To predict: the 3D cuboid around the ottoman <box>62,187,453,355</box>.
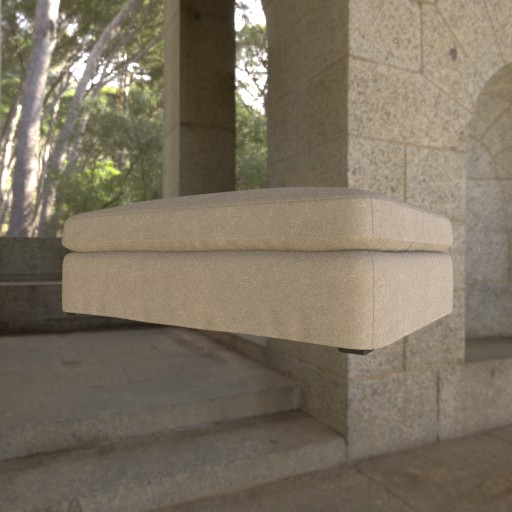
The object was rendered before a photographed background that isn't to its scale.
[{"bbox_3d":[0.000,0.000,1.604,1.199,0.429,0.840,0,0,35],"label":"ottoman"}]
